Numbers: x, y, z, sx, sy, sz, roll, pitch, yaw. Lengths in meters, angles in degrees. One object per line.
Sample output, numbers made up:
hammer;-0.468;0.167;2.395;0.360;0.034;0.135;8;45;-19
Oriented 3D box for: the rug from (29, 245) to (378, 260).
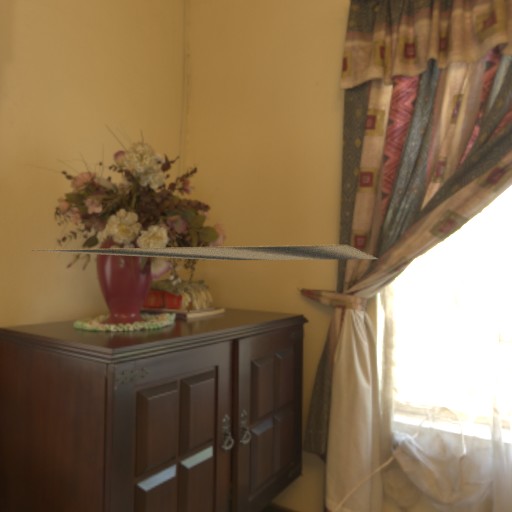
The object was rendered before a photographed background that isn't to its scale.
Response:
rug;0.000;0.000;3.066;1.519;0.003;2.453;-1;-2;18
